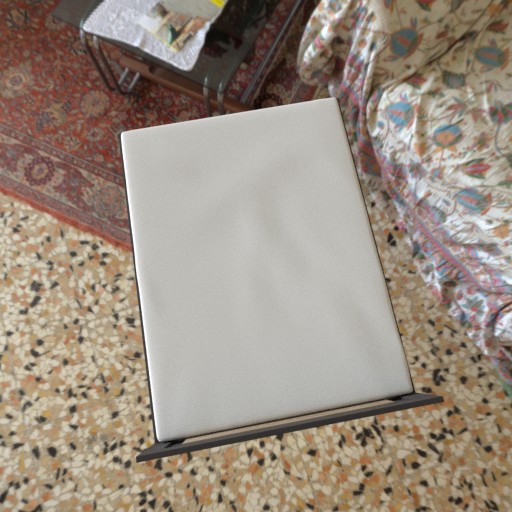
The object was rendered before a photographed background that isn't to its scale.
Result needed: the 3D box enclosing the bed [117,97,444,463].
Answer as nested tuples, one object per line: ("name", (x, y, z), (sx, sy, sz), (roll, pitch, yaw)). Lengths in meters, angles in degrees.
("bed", (0.000, 0.000, 2.880), (1.585, 0.823, 2.073), (-10, 76, -3))
